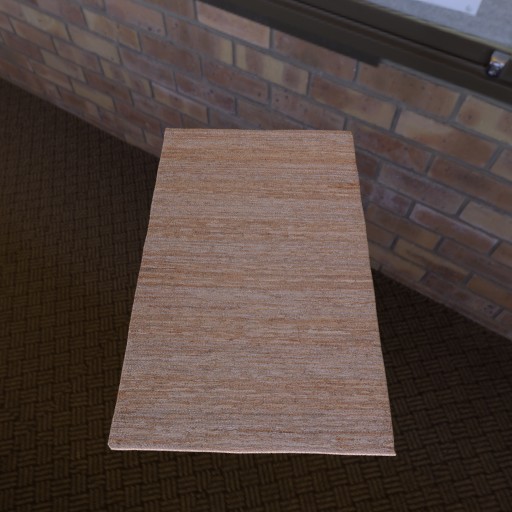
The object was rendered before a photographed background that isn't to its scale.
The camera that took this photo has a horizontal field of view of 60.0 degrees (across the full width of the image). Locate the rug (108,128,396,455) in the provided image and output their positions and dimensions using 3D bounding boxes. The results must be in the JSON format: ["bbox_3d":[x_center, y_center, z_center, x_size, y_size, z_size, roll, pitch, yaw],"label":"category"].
[{"bbox_3d":[0.000,0.000,2.980,1.529,0.009,2.446,1,58,1],"label":"rug"}]
